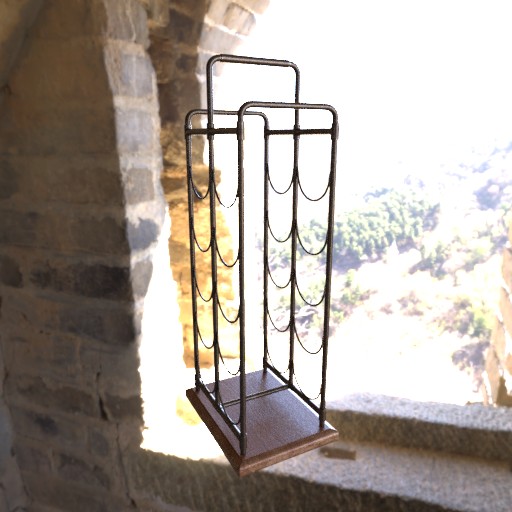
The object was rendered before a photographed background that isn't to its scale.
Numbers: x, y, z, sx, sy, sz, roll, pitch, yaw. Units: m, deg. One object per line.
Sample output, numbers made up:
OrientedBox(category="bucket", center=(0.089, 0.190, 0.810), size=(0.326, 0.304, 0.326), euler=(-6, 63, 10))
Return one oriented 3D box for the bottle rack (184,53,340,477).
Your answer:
OrientedBox(category="bottle rack", center=(0.000, 0.000, 0.819), size=(0.208, 0.680, 0.276), euler=(-8, 17, -27))
